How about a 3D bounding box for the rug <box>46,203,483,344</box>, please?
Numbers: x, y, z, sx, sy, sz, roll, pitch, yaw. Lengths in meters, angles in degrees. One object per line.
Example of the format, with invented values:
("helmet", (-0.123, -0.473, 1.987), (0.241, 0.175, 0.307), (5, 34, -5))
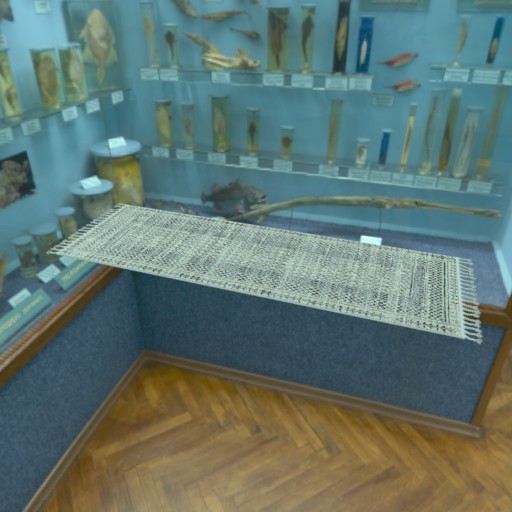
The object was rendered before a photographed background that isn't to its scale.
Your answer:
("rug", (0.000, 0.000, 2.676), (2.480, 0.013, 0.786), (10, 33, 16))
